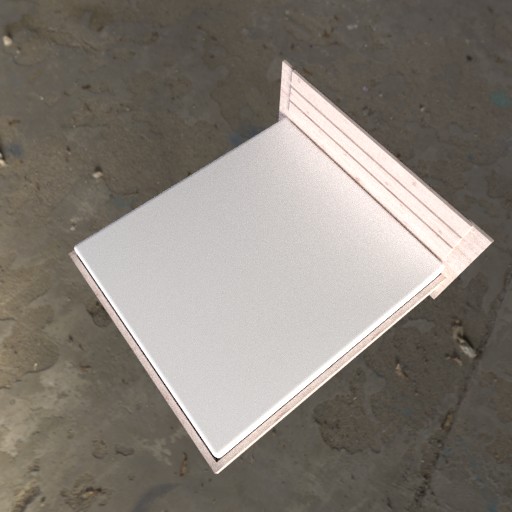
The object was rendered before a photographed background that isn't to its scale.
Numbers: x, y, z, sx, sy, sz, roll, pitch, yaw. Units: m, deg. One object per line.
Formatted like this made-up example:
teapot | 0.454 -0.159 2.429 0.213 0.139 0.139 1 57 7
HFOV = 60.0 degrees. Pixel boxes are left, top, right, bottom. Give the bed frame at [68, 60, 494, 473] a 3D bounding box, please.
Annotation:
bed frame | 0.000 0.000 3.119 2.080 0.970 1.950 -35 69 -16
